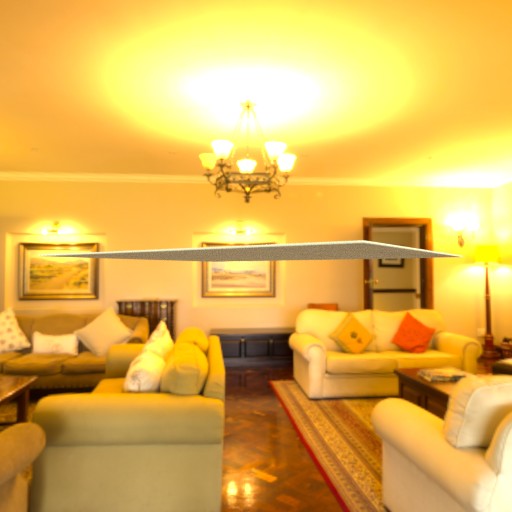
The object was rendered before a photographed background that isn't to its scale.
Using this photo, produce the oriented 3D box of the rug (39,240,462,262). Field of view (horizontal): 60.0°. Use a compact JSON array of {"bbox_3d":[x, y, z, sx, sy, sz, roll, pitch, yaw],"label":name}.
[{"bbox_3d":[0.000,0.000,3.927,2.945,0.014,2.353,-2,-3,35],"label":"rug"}]
